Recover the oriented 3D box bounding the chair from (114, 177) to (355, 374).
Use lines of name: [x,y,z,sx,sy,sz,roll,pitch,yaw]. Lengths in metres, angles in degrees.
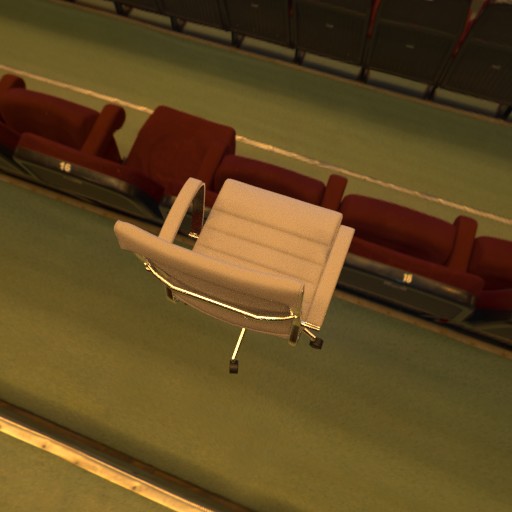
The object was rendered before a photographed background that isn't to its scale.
chair: [0.000,0.000,1.569,0.679,1.149,0.667,19,65,9]
